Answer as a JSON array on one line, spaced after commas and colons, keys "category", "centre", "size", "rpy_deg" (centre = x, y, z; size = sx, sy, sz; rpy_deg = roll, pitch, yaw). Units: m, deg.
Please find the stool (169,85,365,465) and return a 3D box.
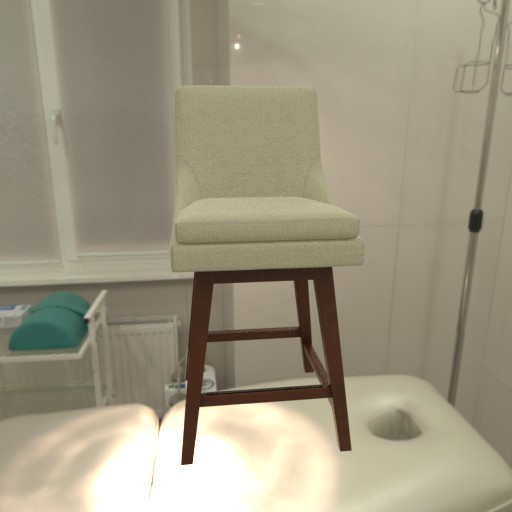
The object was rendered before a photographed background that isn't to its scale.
[{"category": "stool", "centre": [0.000, 0.000, 1.309], "size": [0.469, 0.991, 0.559], "rpy_deg": [-2, 16, -7]}]
